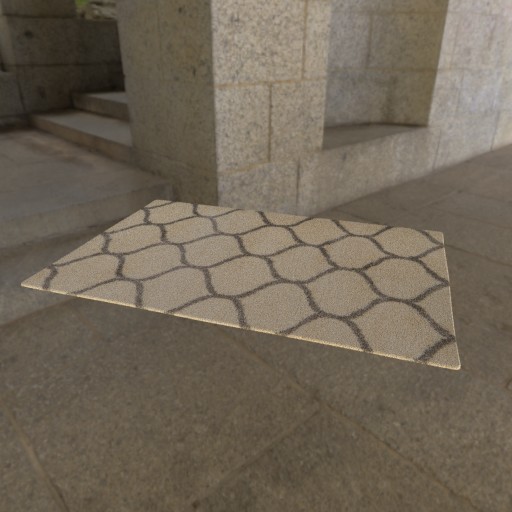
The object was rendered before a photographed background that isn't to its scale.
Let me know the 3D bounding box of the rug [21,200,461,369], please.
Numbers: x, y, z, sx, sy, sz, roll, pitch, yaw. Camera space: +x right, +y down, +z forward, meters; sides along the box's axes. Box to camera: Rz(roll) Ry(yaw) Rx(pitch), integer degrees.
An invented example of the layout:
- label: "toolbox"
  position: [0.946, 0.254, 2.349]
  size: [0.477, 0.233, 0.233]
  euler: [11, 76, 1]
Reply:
- label: "rug"
  position: [0.000, 0.000, 3.319]
  size: [2.701, 0.026, 1.801]
  euler: [8, 27, 16]
